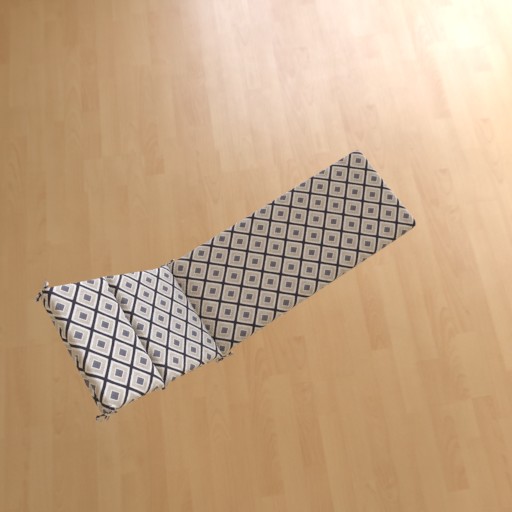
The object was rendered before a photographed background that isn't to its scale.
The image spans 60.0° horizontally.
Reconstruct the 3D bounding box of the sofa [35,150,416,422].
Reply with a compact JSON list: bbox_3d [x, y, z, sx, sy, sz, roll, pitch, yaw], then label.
[{"bbox_3d":[0.000,0.000,1.982,1.663,0.622,0.582,-32,77,-8],"label":"sofa"}]
